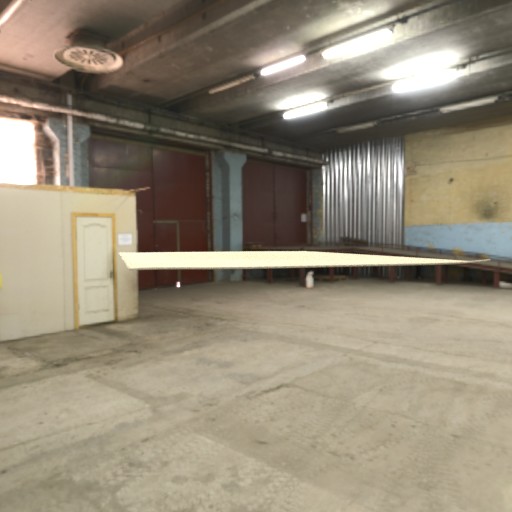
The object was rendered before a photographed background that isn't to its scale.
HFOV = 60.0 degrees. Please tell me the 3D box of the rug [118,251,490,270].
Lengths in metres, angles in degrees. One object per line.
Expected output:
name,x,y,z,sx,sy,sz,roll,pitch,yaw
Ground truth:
rug,0.000,0.000,3.904,2.277,0.035,2.897,-1,2,-18
